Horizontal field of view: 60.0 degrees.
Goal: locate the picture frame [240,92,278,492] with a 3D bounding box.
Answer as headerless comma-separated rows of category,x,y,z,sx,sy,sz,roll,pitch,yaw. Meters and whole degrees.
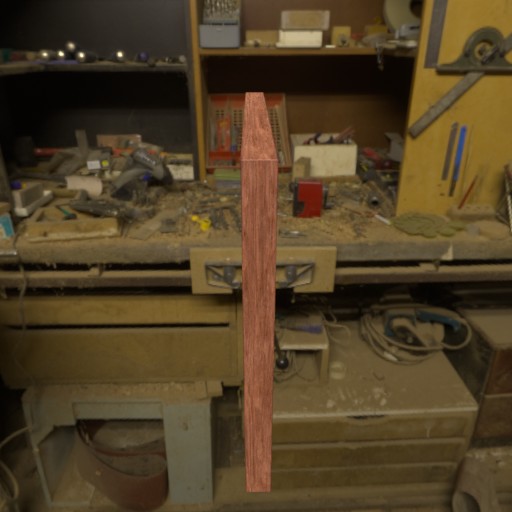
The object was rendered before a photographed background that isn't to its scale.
picture frame,0.000,0.000,0.534,0.025,0.330,0.381,0,26,-1
